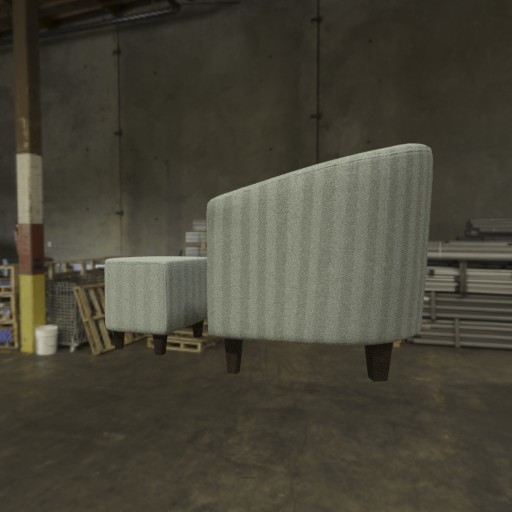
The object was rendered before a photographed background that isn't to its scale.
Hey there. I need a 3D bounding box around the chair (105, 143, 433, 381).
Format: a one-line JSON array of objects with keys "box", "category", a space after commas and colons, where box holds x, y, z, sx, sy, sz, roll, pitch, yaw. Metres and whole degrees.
[{"box": [0.000, 0.000, 1.745, 1.288, 0.757, 0.756, 1, 2, 19], "category": "chair"}]
